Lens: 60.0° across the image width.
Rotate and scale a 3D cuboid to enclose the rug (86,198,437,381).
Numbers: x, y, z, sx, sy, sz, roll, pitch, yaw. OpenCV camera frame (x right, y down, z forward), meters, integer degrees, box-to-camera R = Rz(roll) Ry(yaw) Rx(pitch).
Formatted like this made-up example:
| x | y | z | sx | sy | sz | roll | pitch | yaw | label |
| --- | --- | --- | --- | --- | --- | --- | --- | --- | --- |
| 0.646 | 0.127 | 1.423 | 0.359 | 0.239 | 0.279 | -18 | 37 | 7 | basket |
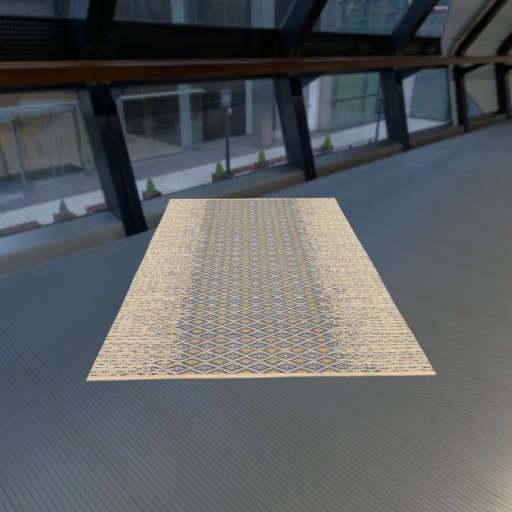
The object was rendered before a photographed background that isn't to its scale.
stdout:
| x | y | z | sx | sy | sz | roll | pitch | yaw | label |
| --- | --- | --- | --- | --- | --- | --- | --- | --- | --- |
| 0.000 | 0.000 | 3.045 | 1.541 | 0.008 | 2.448 | -1 | 26 | -1 | rug |
